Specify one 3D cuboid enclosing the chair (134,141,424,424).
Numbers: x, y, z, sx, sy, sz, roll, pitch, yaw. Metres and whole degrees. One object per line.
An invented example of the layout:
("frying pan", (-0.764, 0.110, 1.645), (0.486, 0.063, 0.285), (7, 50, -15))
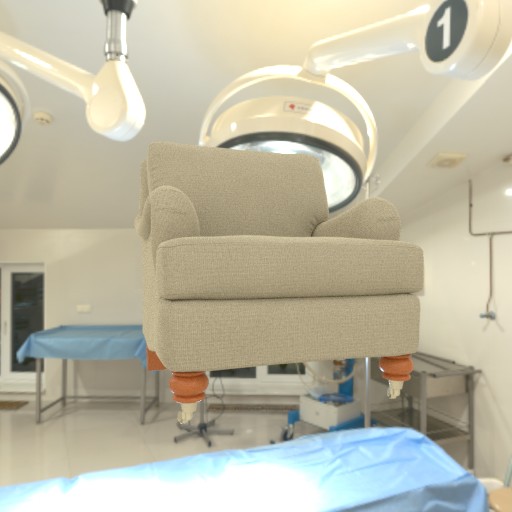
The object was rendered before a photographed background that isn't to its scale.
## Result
("chair", (0.000, 0.000, 1.868), (0.955, 1.038, 1.070), (0, -1, -19))
